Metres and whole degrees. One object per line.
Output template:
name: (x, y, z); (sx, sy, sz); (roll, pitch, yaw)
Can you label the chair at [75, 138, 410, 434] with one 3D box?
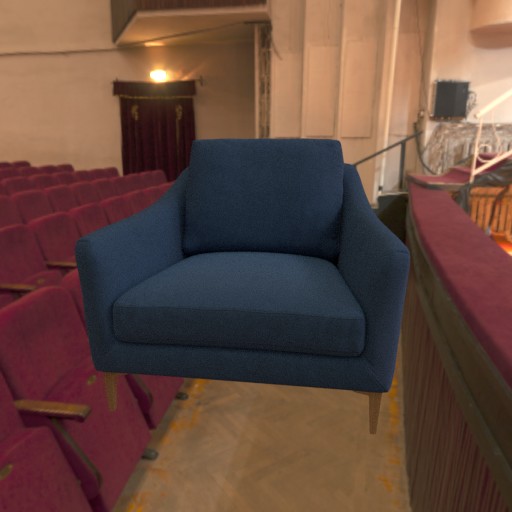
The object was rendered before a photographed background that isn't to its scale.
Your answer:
chair: (0.000, 0.000, 1.742); (0.987, 0.899, 0.961); (2, 14, 8)
